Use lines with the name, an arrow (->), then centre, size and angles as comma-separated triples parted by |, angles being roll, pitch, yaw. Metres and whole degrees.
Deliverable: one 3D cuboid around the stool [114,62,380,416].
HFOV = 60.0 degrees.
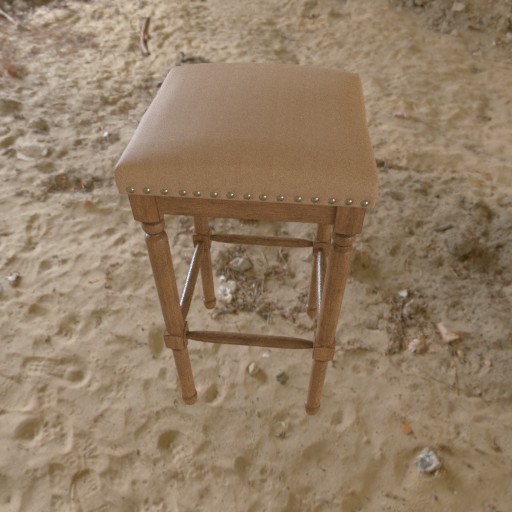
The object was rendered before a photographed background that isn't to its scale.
stool -> 0.000, 0.000, 0.989 | 0.383, 0.768, 0.382 | 4, 45, 4
